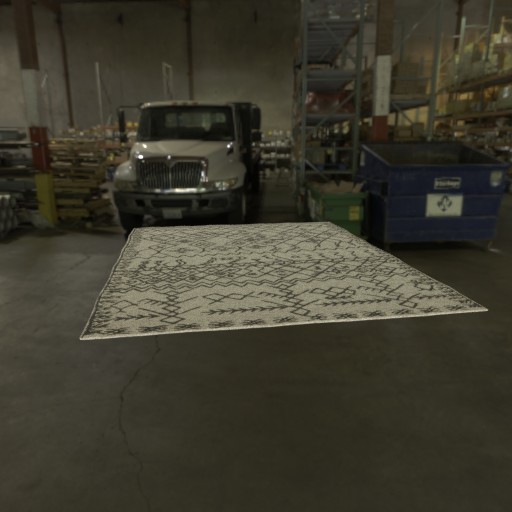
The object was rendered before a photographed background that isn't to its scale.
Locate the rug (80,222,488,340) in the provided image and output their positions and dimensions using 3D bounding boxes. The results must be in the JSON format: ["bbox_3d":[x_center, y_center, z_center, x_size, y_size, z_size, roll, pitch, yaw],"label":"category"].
[{"bbox_3d":[0.000,0.000,3.215,1.964,0.025,2.455,-3,15,-9],"label":"rug"}]
